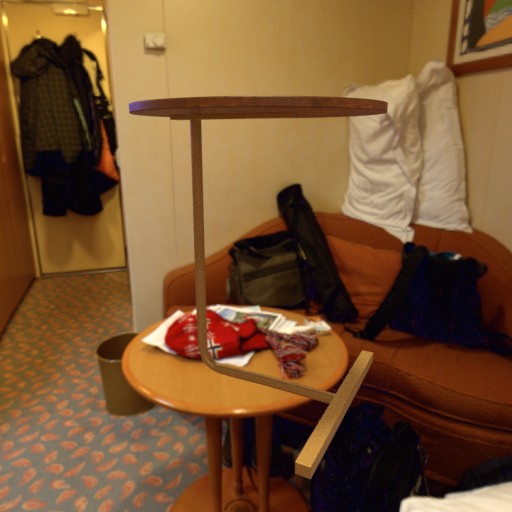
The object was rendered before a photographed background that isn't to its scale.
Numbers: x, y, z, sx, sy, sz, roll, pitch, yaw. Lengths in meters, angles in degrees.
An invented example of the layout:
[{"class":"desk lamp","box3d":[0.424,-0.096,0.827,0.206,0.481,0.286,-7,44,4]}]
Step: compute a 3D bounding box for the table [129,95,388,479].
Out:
[{"class":"table","box3d":[0.000,0.000,1.098,0.577,0.706,0.530,8,17,26]}]
